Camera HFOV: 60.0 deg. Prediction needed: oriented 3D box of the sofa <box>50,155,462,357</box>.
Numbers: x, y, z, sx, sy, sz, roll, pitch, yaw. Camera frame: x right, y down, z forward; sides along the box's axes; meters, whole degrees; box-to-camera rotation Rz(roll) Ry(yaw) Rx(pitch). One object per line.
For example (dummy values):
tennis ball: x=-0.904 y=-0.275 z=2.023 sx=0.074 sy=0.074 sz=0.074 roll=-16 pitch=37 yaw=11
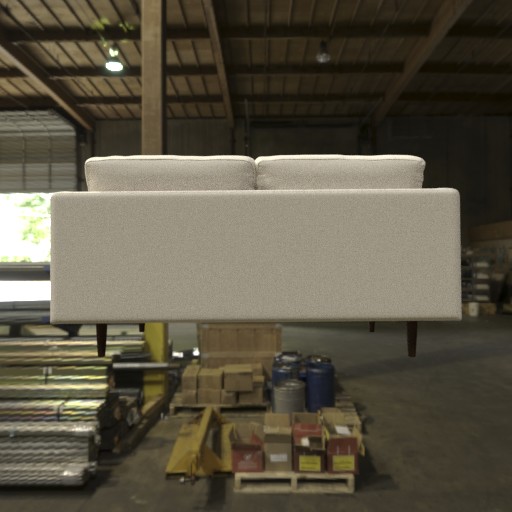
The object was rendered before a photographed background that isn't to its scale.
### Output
sofa: x=0.000 y=0.000 z=2.285 sx=1.713 sy=0.893 sz=0.940 roll=0 pitch=-1 yaw=0
